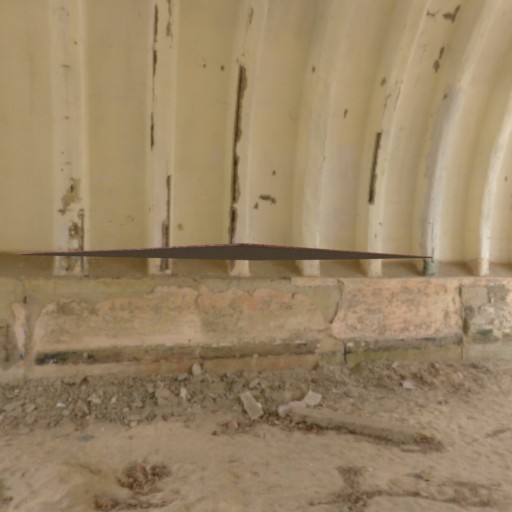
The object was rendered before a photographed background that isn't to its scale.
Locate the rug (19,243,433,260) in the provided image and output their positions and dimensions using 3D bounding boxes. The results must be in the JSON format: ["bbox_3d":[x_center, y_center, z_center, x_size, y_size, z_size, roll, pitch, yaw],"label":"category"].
[{"bbox_3d":[0.000,0.000,5.047,2.803,0.025,3.965,-1,-2,37],"label":"rug"}]
